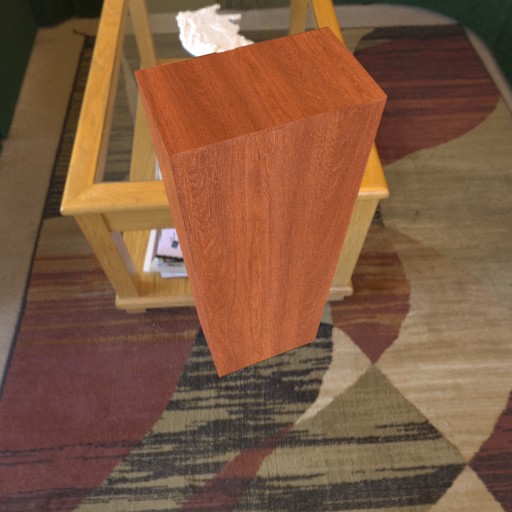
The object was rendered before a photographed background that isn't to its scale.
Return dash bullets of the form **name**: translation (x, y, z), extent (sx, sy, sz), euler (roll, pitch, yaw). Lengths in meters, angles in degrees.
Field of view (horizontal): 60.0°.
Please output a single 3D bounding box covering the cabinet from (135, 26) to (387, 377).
- **cabinet**: translation (0.000, 0.000, 2.171), extent (0.660, 1.980, 0.420), euler (-18, 59, -11)
